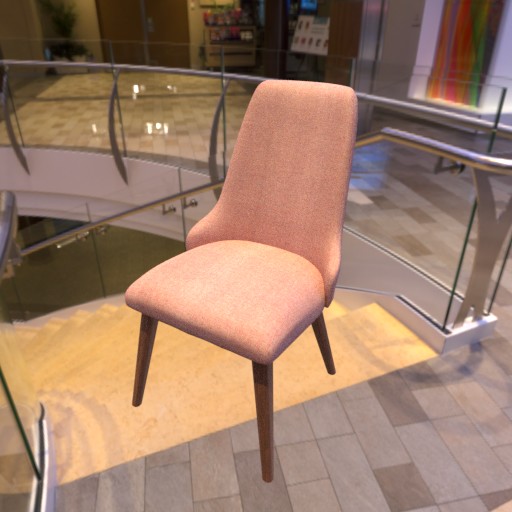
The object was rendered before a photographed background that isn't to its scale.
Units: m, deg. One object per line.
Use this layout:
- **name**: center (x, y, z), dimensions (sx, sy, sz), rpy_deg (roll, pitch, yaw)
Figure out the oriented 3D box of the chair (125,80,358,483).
- **chair**: center (0.000, 0.000, 1.347), dimensions (0.535, 0.918, 0.707), rpy_deg (17, 33, 28)
